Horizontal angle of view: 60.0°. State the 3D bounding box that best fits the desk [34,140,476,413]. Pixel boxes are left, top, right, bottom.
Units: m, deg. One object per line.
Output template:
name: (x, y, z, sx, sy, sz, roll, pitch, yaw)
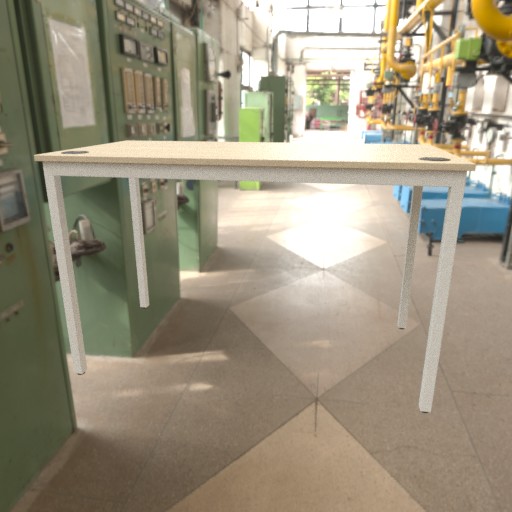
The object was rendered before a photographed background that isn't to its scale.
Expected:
desk: (0.000, 0.000, 1.581, 1.200, 0.750, 0.600, 3, 19, 10)
